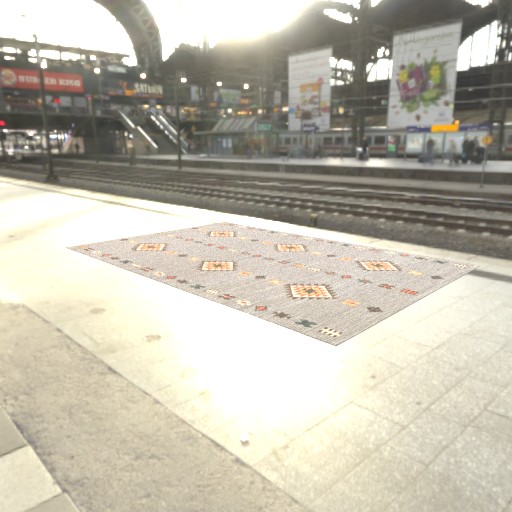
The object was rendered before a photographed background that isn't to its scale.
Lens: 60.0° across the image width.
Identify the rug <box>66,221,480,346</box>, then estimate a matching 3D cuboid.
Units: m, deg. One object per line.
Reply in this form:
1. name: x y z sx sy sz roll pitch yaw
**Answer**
1. rug: 0.000 0.000 2.314 1.818 0.005 1.217 13 19 42
